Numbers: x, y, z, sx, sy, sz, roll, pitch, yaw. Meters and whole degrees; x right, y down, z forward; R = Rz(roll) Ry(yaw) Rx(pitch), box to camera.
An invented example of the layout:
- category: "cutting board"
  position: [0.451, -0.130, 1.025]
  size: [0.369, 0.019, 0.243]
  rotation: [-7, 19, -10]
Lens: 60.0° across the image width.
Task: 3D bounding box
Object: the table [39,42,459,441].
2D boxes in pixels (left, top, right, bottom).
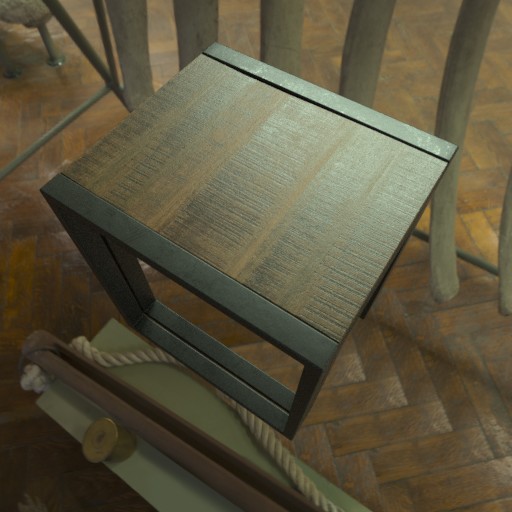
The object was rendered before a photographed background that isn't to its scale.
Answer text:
- category: "table"
  position: [0.000, 0.000, 0.935]
  size: [0.500, 0.550, 0.449]
  rotation: [30, 64, 17]
